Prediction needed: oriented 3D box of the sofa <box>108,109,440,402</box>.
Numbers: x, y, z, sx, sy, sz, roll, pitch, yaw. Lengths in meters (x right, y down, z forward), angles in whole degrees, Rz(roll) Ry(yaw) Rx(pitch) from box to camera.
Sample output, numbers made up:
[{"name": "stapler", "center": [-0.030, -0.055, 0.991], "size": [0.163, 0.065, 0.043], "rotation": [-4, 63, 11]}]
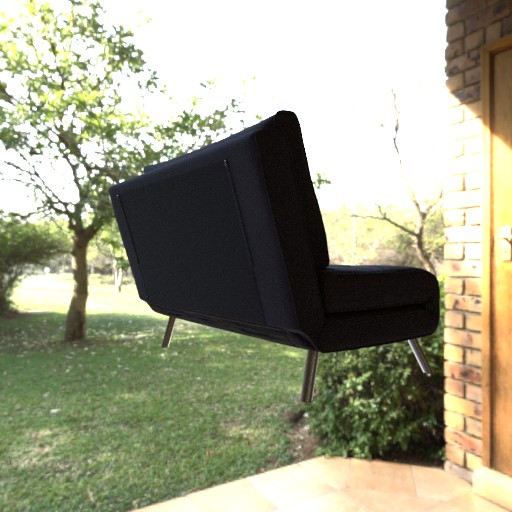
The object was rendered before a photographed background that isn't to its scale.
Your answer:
[{"name": "sofa", "center": [0.000, 0.000, 1.929], "size": [0.910, 0.910, 1.220], "rotation": [0, 0, -37]}]
